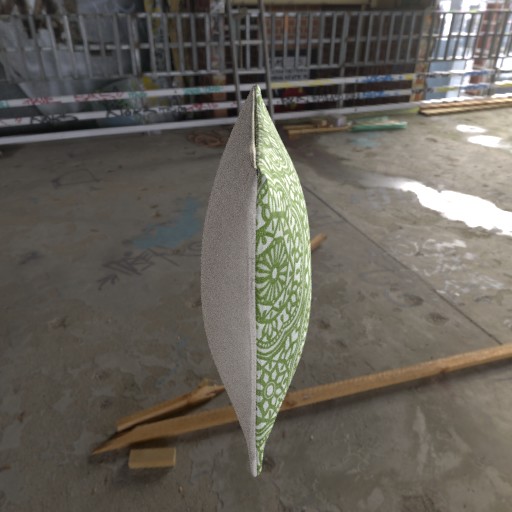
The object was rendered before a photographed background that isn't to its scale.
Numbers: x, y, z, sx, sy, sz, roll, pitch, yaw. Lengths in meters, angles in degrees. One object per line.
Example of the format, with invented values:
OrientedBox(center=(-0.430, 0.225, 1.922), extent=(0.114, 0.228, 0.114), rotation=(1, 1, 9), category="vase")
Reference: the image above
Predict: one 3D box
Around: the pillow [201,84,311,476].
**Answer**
OrientedBox(center=(0.000, 0.000, 0.666), extent=(0.162, 0.419, 0.440), rotation=(0, 31, 0), category="pillow")
